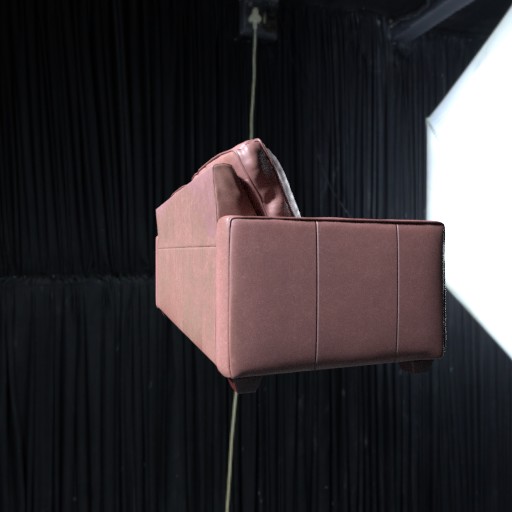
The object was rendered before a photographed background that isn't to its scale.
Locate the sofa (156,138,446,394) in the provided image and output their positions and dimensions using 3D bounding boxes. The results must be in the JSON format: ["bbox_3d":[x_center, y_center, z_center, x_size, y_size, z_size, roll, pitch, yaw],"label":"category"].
[{"bbox_3d":[0.000,0.000,2.563,0.940,0.919,2.080,0,1,-19],"label":"sofa"}]
